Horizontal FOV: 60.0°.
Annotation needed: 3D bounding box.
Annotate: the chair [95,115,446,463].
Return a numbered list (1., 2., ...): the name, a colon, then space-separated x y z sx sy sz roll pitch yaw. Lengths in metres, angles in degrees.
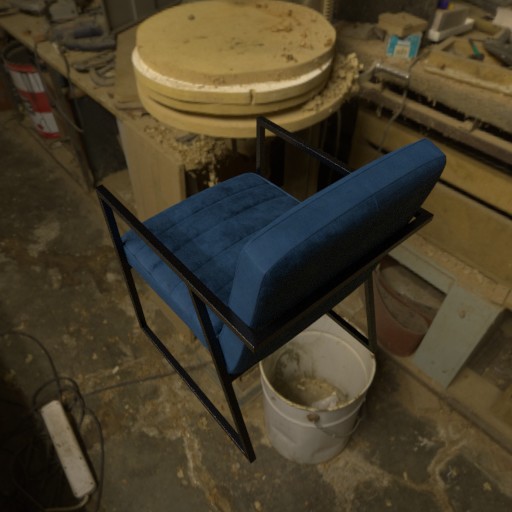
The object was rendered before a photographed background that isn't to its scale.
1. chair: 0.000 0.000 1.253 0.571 0.833 0.677 -31 54 -27
